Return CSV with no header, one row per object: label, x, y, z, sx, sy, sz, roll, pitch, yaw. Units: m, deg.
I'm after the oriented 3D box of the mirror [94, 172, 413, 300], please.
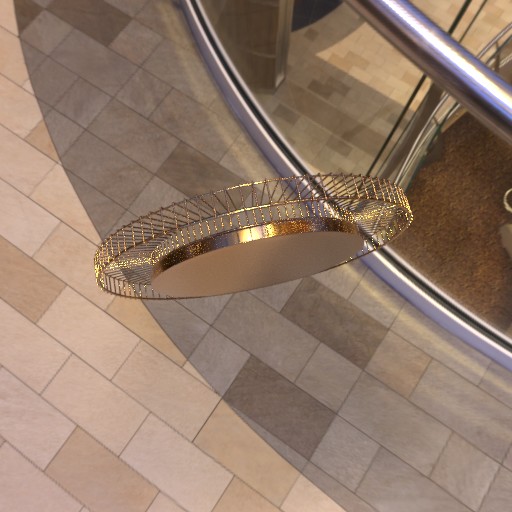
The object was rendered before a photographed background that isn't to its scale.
mirror,0.000,0.000,1.027,0.703,0.703,0.067,-11,76,-3
